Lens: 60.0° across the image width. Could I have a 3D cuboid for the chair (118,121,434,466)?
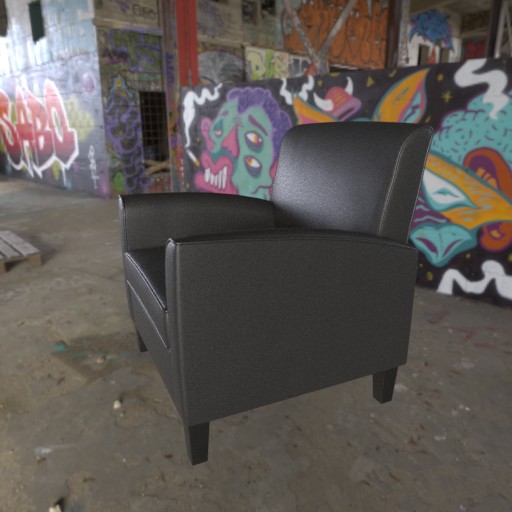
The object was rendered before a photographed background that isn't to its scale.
[{"bbox_3d":[0.000,0.000,1.570,0.819,0.916,0.820,-8,18,-24],"label":"chair"}]
